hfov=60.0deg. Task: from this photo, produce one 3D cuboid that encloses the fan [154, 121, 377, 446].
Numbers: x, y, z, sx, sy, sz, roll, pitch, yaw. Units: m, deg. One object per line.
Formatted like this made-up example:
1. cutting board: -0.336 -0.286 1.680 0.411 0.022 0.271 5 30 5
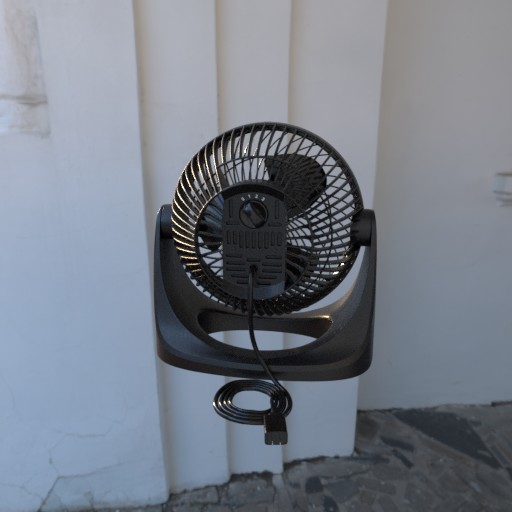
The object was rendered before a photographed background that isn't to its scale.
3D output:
1. fan: 0.000 0.000 0.471 0.273 0.277 0.256 2 16 8
